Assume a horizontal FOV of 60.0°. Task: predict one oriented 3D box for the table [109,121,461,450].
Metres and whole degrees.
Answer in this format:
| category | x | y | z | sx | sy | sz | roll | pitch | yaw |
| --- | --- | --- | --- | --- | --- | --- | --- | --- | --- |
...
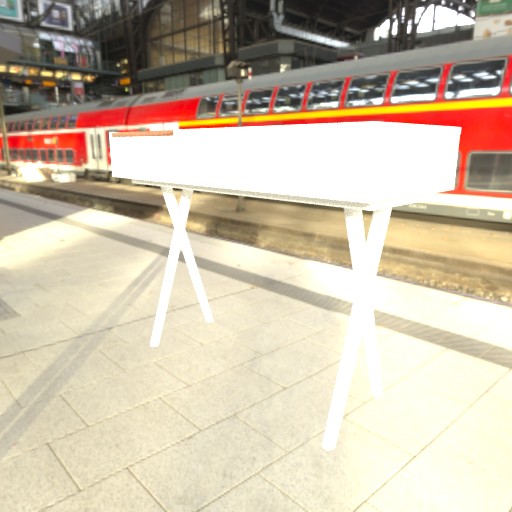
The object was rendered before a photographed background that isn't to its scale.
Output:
| category | x | y | z | sx | sy | sz | roll | pitch | yaw |
| --- | --- | --- | --- | --- | --- | --- | --- | --- | --- |
| table | 0.000 | 0.000 | 1.435 | 0.418 | 0.785 | 1.066 | -13 | 19 | -43 |
